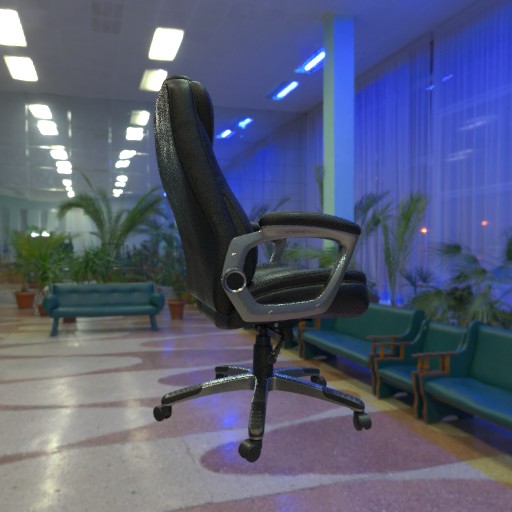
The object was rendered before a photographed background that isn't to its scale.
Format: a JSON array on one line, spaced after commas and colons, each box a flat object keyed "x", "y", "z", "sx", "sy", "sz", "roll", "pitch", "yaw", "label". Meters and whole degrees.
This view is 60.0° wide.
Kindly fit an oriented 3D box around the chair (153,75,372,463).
[{"x": 0.000, "y": 0.000, "z": 1.516, "sx": 0.689, "sy": 1.075, "sz": 0.697, "roll": 0, "pitch": 2, "yaw": -17, "label": "chair"}]
